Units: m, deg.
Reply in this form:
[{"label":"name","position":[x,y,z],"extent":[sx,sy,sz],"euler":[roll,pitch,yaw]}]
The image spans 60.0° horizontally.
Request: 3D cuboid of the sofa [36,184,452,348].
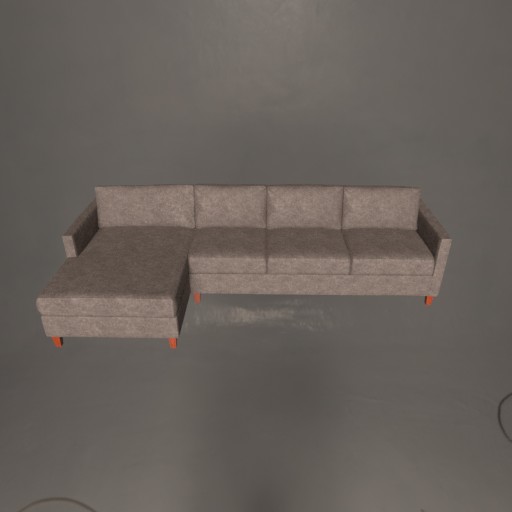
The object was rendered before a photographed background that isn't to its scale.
[{"label":"sofa","position":[0.000,0.000,4.151],"extent":[3.471,0.954,1.606],"euler":[1,30,1]}]
